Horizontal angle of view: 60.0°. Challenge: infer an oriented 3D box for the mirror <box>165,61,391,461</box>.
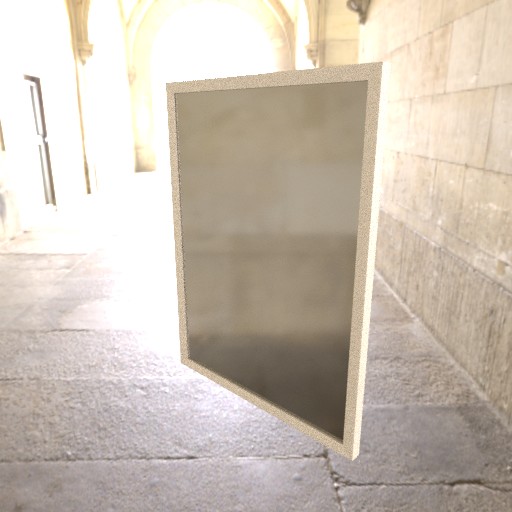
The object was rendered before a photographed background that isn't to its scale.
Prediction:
[{"bbox_3d":[0.000,0.000,1.335,0.762,1.016,0.040,15,23,41],"label":"mirror"}]
